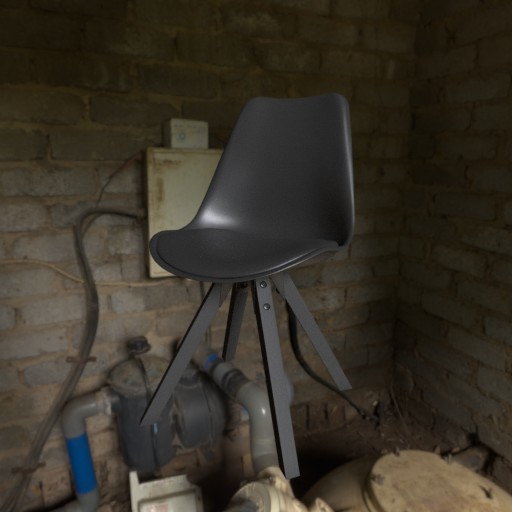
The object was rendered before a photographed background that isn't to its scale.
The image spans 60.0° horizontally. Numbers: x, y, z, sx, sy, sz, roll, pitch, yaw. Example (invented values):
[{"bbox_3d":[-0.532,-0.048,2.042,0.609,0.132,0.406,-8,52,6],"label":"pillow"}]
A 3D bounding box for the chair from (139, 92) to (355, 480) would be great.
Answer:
[{"bbox_3d":[0.000,0.000,1.165,0.485,0.850,0.530,7,15,27],"label":"chair"}]
